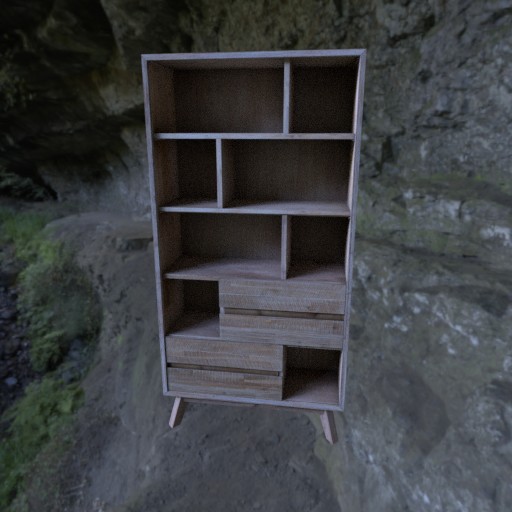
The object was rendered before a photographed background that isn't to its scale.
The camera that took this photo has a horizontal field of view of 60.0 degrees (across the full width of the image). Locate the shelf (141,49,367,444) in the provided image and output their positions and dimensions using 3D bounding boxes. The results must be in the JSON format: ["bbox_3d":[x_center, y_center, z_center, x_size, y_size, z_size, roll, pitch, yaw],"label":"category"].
[{"bbox_3d":[0.000,0.000,1.785,0.748,1.471,0.308,2,16,8],"label":"shelf"}]
